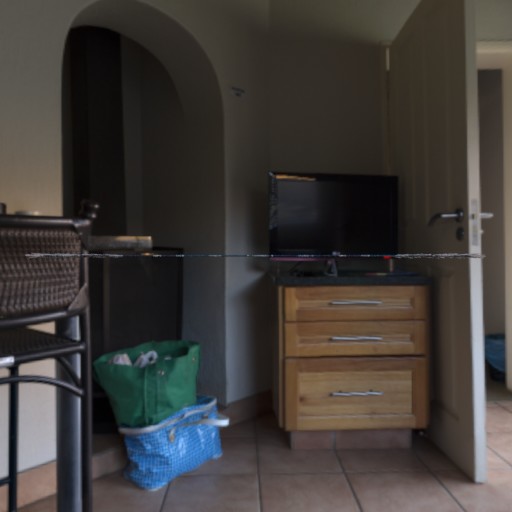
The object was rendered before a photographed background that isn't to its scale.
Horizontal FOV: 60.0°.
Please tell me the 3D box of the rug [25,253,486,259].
[{"bbox_3d":[0.000,0.000,2.427,1.936,0.028,1.181,0,0,1],"label":"rug"}]
